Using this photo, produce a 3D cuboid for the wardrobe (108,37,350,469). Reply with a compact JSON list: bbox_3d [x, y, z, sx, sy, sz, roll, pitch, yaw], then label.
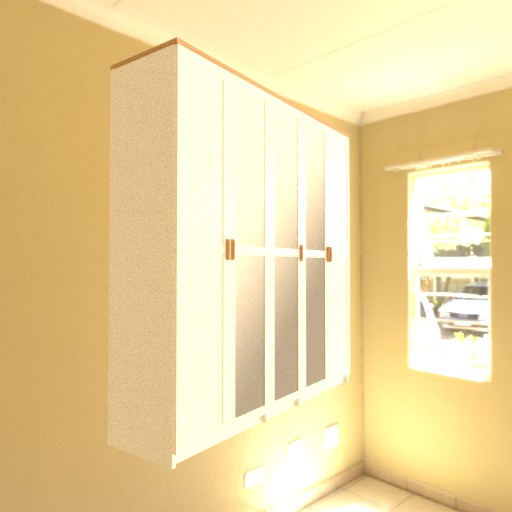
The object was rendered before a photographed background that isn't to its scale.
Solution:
[{"bbox_3d":[0.000,0.000,3.342,0.590,2.260,2.160,-1,-2,36],"label":"wardrobe"}]
